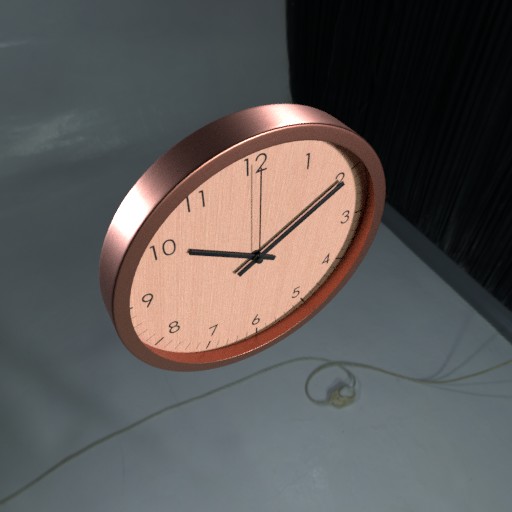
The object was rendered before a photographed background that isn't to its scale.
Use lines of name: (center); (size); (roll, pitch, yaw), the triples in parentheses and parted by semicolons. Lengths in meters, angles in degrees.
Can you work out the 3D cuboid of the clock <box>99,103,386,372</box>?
clock: (0.000, 0.000, 0.466); (0.313, 0.313, 0.040); (-23, 50, -21)
